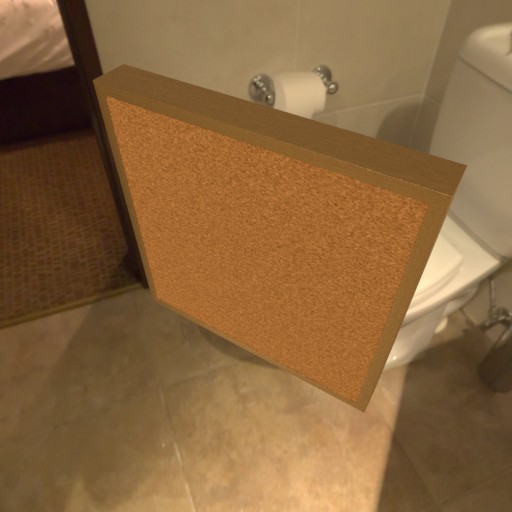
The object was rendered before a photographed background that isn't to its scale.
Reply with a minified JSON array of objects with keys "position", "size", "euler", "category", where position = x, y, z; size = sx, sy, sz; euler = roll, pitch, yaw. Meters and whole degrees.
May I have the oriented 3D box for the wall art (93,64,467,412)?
[{"position":[0.000,0.000,0.447],"size":[0.304,0.305,0.038],"euler":[24,51,21],"category":"wall art"}]
